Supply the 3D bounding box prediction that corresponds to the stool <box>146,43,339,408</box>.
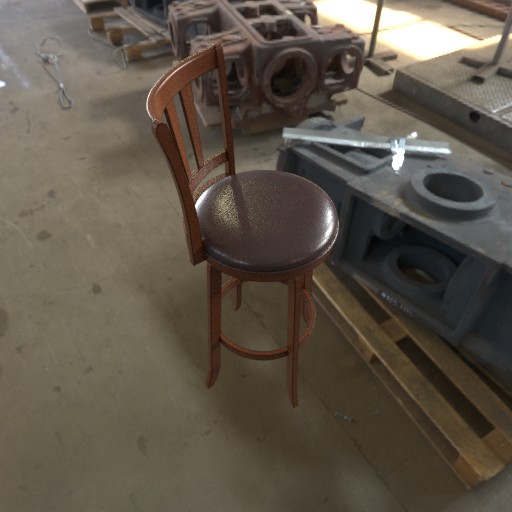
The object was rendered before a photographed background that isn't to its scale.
[{"bbox_3d":[0.000,0.000,1.477,0.503,1.177,0.464,10,47,9],"label":"stool"}]
